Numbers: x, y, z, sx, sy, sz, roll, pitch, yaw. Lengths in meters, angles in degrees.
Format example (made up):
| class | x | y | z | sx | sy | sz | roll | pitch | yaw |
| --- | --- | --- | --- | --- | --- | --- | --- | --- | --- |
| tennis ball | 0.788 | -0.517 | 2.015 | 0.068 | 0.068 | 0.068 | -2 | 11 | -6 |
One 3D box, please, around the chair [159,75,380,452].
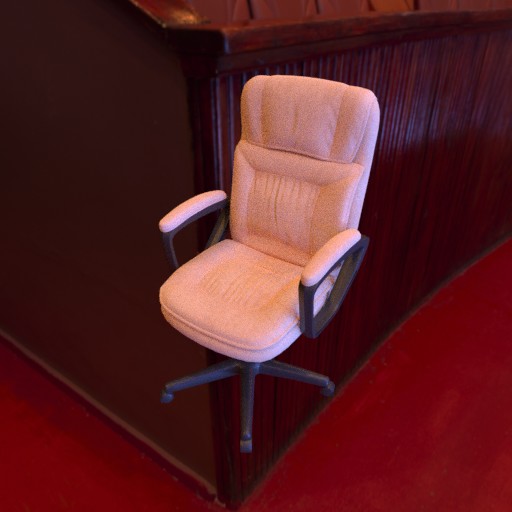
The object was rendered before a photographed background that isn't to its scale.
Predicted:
| class | x | y | z | sx | sy | sz | roll | pitch | yaw |
| --- | --- | --- | --- | --- | --- | --- | --- | --- | --- |
| chair | 0.000 | 0.000 | 1.569 | 0.667 | 1.105 | 0.724 | 20 | 37 | 29 |
